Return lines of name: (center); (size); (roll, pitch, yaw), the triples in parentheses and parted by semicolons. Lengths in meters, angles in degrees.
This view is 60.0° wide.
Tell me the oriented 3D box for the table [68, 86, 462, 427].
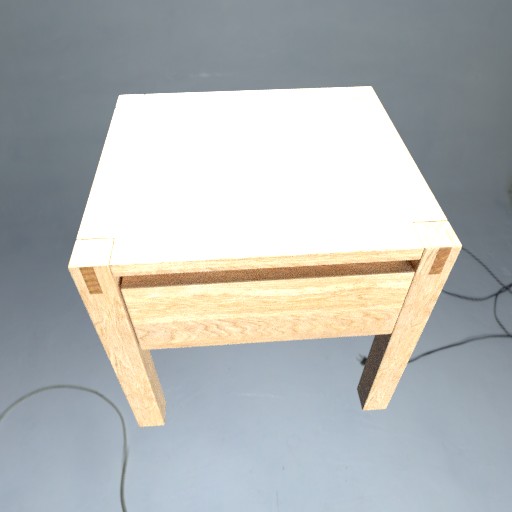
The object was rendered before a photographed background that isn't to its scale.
table: (0.000, 0.000, 0.849); (0.480, 0.450, 0.440); (-3, 46, -3)
